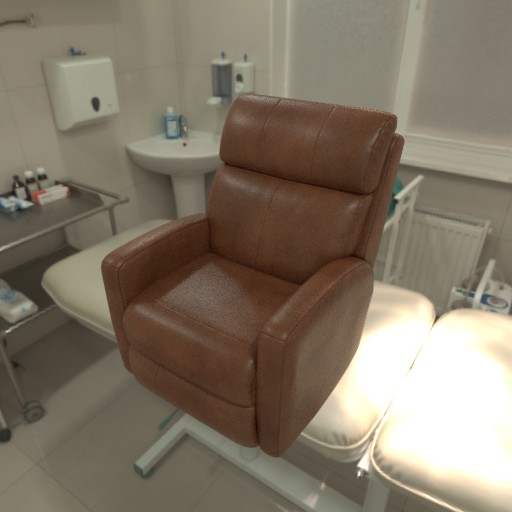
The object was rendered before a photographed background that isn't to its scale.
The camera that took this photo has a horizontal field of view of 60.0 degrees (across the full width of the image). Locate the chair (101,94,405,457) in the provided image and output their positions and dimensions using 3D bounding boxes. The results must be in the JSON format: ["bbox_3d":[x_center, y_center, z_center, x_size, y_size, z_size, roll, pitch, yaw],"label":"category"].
[{"bbox_3d":[0.000,0.000,1.689,0.787,1.016,0.939,19,35,29],"label":"chair"}]
